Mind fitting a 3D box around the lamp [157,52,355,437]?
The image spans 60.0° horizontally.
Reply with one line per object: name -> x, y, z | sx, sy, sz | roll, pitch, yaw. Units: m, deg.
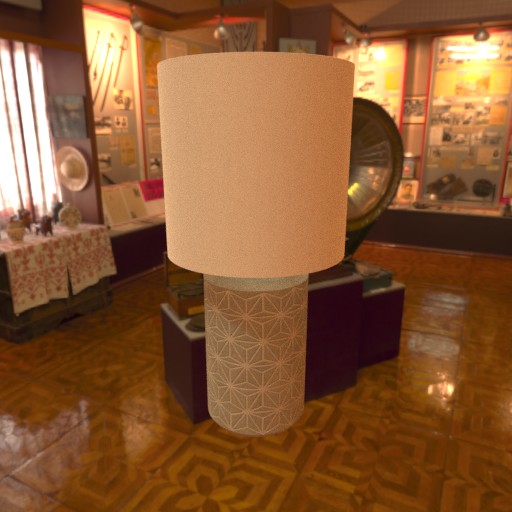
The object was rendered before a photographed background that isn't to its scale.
lamp -> 0.000, 0.000, 0.529 | 0.206, 0.416, 0.206 | 9, 18, 28
